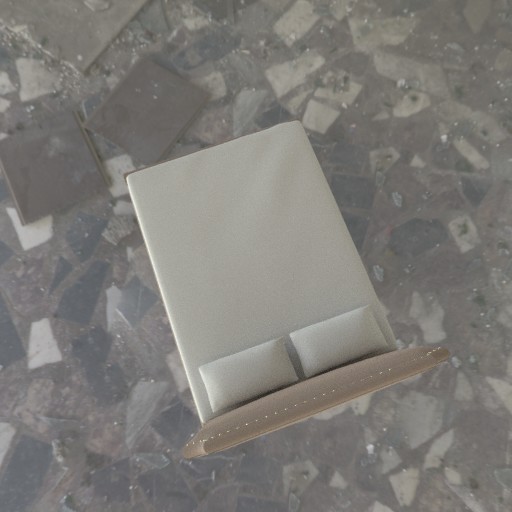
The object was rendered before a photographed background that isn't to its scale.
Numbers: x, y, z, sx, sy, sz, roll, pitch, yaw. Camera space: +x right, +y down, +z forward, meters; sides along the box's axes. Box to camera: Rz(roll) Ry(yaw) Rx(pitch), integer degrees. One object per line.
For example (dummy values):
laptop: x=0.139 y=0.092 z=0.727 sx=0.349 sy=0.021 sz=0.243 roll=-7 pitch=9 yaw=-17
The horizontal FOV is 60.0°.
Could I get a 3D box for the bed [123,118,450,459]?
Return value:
bed: x=0.000 y=0.000 z=3.481 sx=1.713 sy=1.443 sz=2.372 roll=-19 pitch=76 yaw=-5
